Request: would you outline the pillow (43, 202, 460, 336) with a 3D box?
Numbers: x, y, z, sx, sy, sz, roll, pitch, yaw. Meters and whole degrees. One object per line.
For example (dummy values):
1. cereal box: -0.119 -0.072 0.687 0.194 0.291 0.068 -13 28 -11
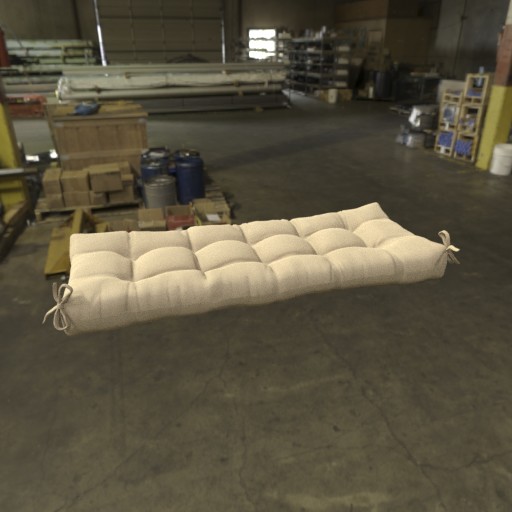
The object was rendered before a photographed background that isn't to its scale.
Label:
1. pillow: 0.000 0.000 1.373 1.194 0.174 0.511 -7 26 -15
